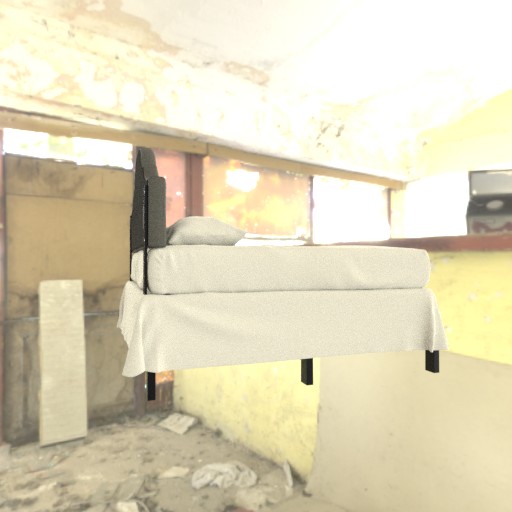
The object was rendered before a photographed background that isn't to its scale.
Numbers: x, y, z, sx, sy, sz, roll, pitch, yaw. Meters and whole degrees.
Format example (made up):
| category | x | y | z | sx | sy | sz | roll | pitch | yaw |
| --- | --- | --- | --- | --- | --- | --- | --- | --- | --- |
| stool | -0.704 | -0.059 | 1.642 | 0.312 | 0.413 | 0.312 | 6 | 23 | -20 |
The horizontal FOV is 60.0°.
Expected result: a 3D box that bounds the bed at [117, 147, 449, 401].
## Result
| category | x | y | z | sx | sy | sz | roll | pitch | yaw |
| --- | --- | --- | --- | --- | --- | --- | --- | --- | --- |
| bed | 0.000 | 0.000 | 3.744 | 2.222 | 1.631 | 2.303 | 0 | -1 | -18 |
